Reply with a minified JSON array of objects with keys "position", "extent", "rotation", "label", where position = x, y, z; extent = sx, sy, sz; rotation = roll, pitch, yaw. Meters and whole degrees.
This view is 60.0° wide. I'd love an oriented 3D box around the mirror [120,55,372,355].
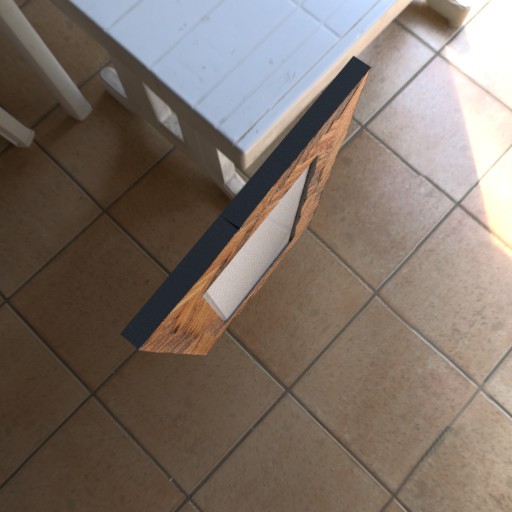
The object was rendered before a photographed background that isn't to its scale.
[{"position":[0.000,0.000,1.158],"extent":[0.044,0.912,0.606],"rotation":[37,80,8],"label":"mirror"}]
